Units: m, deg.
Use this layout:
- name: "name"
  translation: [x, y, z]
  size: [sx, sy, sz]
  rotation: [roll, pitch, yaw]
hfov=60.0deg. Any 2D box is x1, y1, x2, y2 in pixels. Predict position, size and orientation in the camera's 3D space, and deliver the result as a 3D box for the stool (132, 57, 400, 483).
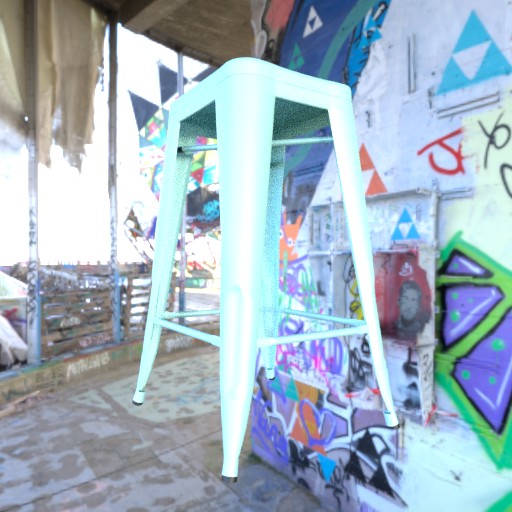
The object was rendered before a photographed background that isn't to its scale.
- name: "stool"
  translation: [0.000, 0.000, 0.847]
  size: [0.359, 0.609, 0.399]
  rotation: [0, 0, -34]
